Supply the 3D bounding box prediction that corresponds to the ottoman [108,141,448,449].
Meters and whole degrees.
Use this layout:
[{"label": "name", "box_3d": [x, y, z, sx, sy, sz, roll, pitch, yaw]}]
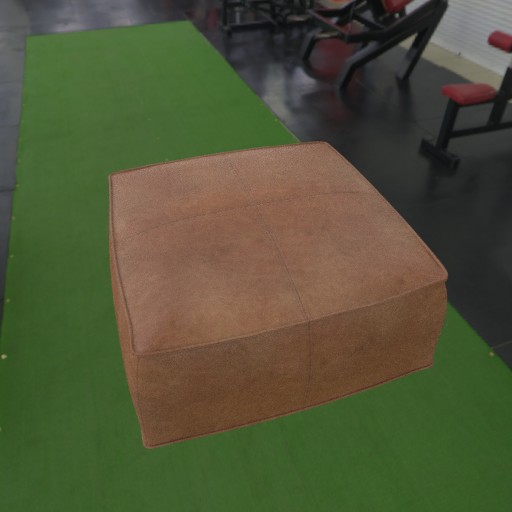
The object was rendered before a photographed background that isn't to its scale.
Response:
[{"label": "ottoman", "box_3d": [0.000, 0.000, 1.413, 0.902, 0.395, 0.901, -12, 43, -13]}]
